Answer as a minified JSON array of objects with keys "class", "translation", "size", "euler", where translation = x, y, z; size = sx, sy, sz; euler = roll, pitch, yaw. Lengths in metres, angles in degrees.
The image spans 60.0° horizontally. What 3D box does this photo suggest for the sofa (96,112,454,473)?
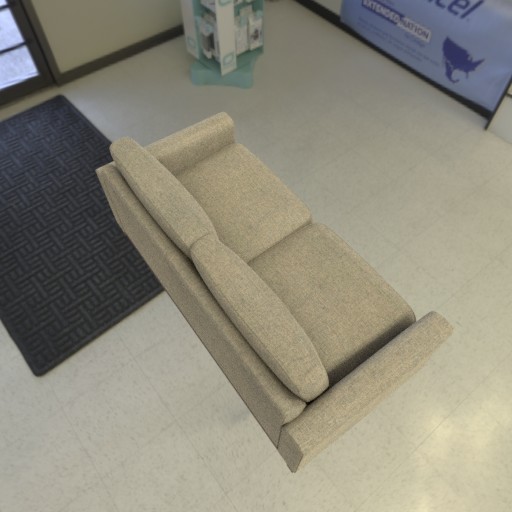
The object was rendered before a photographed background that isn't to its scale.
[{"class":"sofa","translation":[0.000,0.000,2.508],"size":[0.969,0.892,1.978],"euler":[-31,61,-19]}]
